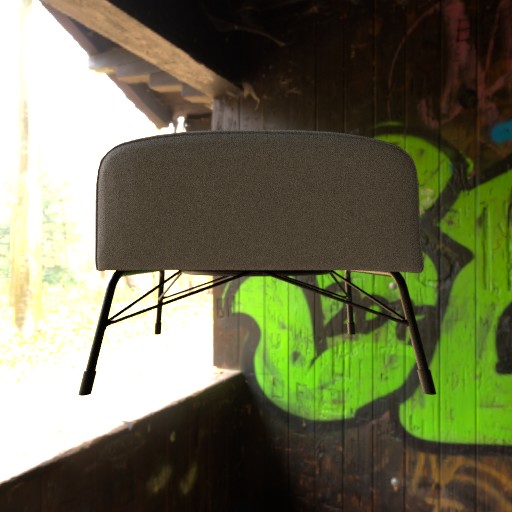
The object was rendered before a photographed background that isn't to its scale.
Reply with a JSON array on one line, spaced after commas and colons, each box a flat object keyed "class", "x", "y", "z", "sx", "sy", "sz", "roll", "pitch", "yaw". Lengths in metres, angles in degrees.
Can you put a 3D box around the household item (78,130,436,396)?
[{"class": "household item", "x": 0.000, "y": 0.000, "z": 0.913, "sx": 0.530, "sy": 0.410, "sz": 0.530, "roll": 0, "pitch": 0, "yaw": -1}]
